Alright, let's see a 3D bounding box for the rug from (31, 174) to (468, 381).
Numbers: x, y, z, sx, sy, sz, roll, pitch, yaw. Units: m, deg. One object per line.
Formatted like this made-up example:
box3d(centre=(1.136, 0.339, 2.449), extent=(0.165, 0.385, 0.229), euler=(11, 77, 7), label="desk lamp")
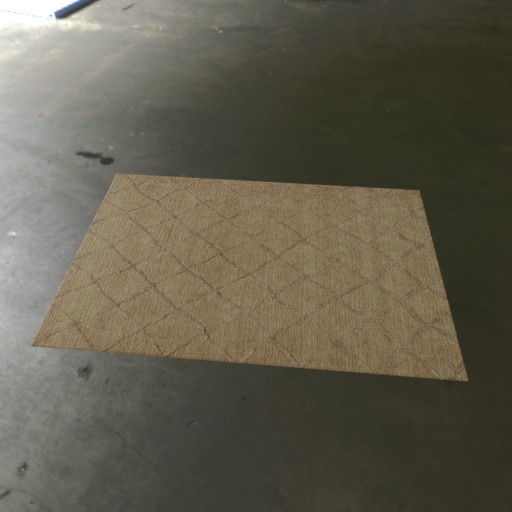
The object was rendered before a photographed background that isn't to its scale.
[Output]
box3d(centre=(0.000, 0.000, 2.830), extent=(2.292, 0.014, 1.528), euler=(4, 47, 3), label="rug")
